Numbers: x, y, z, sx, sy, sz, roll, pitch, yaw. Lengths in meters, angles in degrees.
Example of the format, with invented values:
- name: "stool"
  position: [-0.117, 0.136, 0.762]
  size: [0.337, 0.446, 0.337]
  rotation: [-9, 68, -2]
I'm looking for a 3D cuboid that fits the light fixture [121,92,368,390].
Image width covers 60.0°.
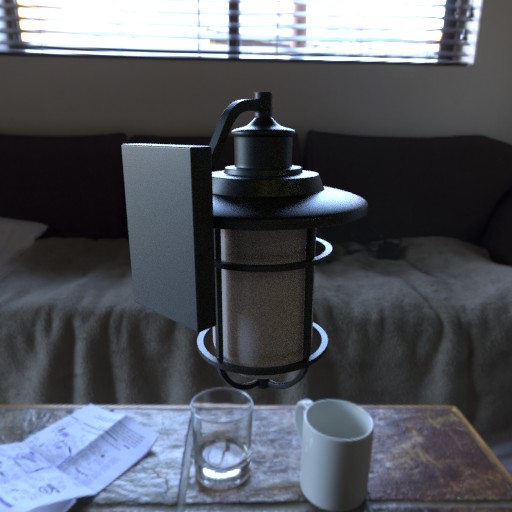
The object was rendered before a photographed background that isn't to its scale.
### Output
- name: "light fixture"
  position: [0.000, 0.000, 0.495]
  size: [0.222, 0.345, 0.252]
  rotation: [15, 22, 42]
